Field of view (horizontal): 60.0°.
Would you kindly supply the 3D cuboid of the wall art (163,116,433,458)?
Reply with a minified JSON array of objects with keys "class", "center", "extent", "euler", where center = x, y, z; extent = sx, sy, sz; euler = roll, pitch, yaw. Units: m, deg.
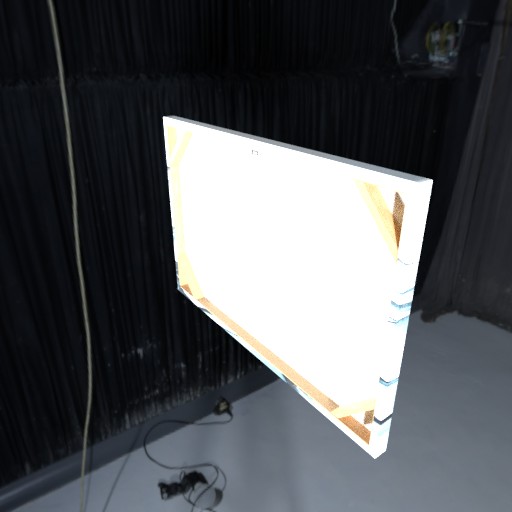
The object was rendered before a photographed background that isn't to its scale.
[{"class":"wall art","center":[0.000,0.000,1.166],"extent":[0.039,0.609,0.914],"euler":[-17,30,-32]}]
